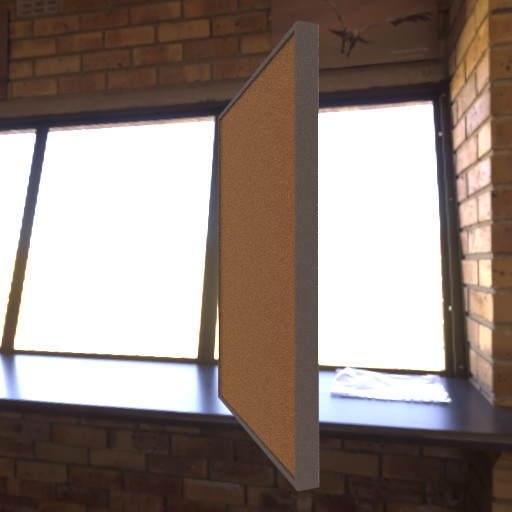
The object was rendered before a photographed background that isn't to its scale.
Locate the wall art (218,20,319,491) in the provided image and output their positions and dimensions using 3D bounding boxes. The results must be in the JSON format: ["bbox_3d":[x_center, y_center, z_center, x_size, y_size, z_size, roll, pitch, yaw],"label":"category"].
[{"bbox_3d":[0.000,0.000,0.955,0.039,0.753,0.511,0,-1,-19],"label":"wall art"}]
